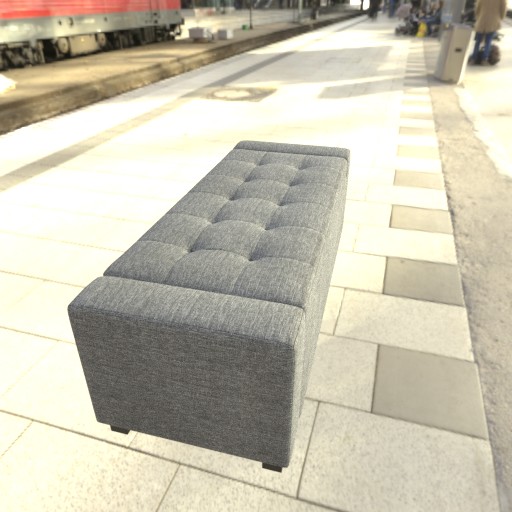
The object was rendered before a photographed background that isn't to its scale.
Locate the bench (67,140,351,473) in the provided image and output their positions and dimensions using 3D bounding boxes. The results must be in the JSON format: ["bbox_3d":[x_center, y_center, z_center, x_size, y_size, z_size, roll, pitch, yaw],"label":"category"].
[{"bbox_3d":[0.000,0.000,1.527,0.508,0.445,1.296,8,31,13],"label":"bench"}]
